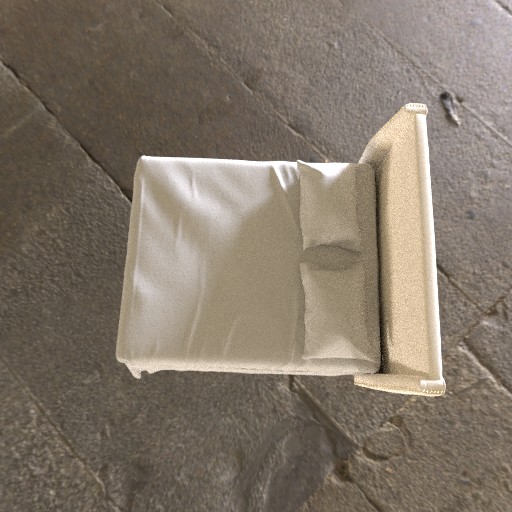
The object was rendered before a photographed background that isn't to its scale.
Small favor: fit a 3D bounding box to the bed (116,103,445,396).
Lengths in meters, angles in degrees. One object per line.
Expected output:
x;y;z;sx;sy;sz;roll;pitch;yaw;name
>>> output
0.000;0.000;3.417;2.276;1.332;1.925;2;76;1;bed
